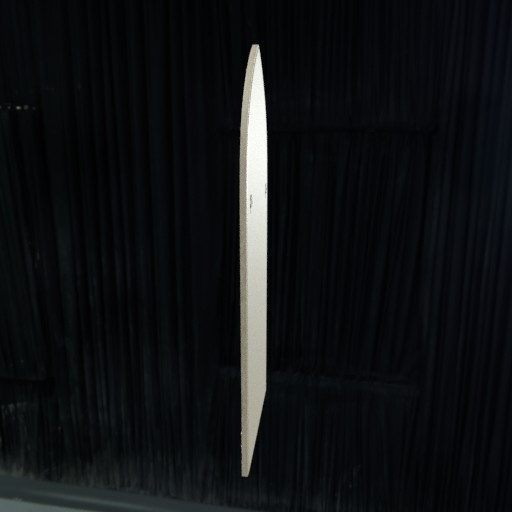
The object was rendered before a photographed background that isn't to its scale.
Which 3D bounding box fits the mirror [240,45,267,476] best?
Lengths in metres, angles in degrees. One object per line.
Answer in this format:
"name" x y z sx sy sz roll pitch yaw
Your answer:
"mirror" 0.000 0.000 1.338 0.025 1.175 0.464 2 14 7
